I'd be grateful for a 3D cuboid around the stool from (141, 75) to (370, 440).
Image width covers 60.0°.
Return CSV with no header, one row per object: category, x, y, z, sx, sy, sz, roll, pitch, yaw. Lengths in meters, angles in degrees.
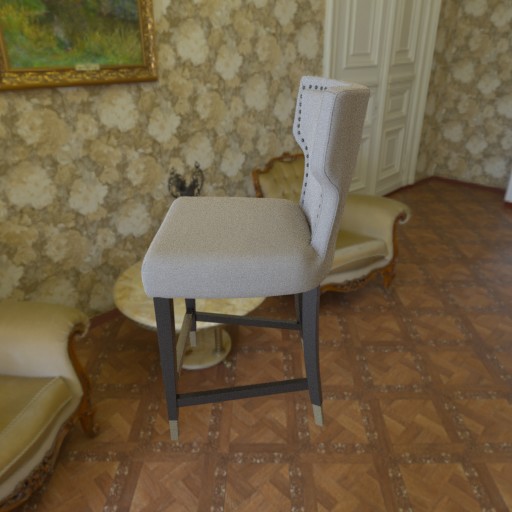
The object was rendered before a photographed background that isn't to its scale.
stool,0.000,0.000,1.330,0.563,0.982,0.527,0,25,0
